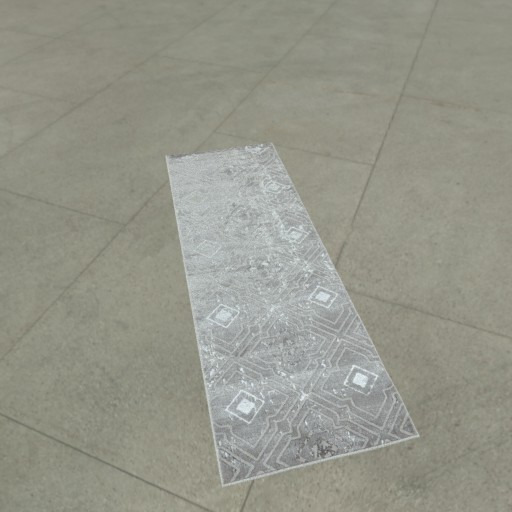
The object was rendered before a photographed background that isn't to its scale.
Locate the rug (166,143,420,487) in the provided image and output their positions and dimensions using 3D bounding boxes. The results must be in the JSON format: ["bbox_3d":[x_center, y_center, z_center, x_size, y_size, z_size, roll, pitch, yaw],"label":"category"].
[{"bbox_3d":[0.000,0.000,2.581,0.832,0.035,2.381,-10,46,-9],"label":"rug"}]
